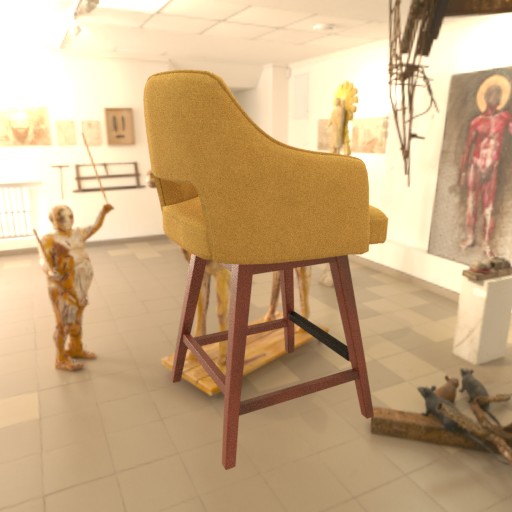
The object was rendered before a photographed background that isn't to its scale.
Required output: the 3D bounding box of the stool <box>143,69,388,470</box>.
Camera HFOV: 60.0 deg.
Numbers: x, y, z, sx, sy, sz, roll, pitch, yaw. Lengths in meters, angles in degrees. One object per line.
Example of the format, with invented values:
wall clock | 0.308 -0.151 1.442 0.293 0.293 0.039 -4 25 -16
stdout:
stool | 0.000 0.000 1.246 0.558 0.924 0.548 -8 18 -26
